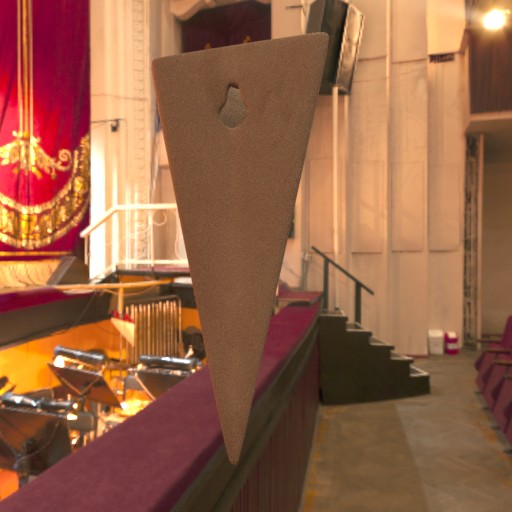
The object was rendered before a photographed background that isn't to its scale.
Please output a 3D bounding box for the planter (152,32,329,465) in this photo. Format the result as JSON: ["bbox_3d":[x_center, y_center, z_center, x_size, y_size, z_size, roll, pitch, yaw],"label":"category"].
[{"bbox_3d":[0.000,0.000,0.273,0.101,0.224,0.081,0,1,18],"label":"planter"}]
